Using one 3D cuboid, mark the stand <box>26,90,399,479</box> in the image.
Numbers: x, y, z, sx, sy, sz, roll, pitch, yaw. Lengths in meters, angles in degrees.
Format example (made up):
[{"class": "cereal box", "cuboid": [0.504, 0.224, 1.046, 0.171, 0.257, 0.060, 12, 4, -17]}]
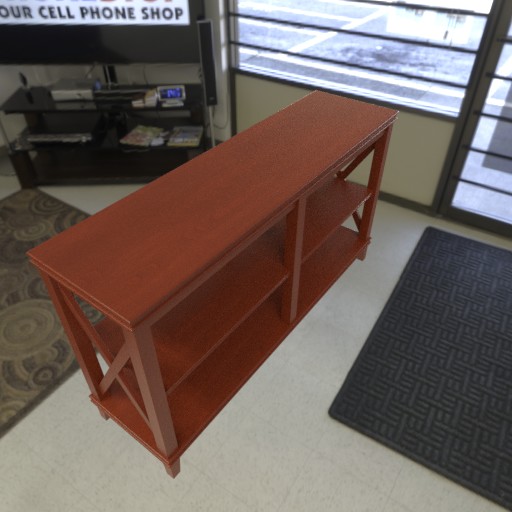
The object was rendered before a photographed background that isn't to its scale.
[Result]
[{"class": "stand", "cuboid": [0.000, 0.000, 1.661, 0.381, 0.762, 1.372, 26, 47, 27]}]
